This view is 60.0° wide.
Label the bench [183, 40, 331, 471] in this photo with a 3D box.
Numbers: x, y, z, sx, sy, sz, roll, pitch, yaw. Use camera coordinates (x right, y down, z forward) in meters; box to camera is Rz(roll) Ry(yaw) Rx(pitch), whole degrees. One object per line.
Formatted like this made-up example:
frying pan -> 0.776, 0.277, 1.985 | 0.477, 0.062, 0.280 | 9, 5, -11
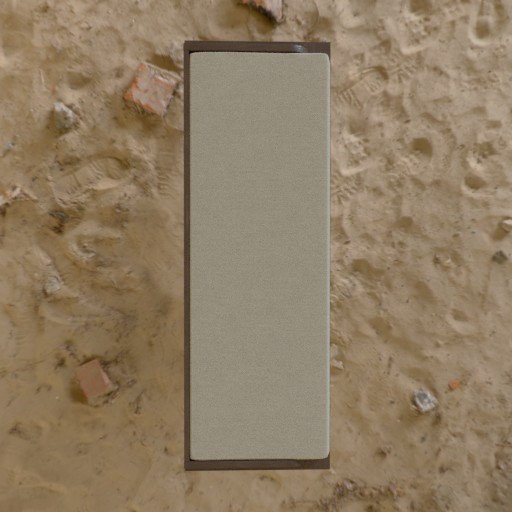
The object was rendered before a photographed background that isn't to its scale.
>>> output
bench -> 0.000, 0.000, 1.424 | 0.402, 0.501, 1.185 | 0, 91, -1
